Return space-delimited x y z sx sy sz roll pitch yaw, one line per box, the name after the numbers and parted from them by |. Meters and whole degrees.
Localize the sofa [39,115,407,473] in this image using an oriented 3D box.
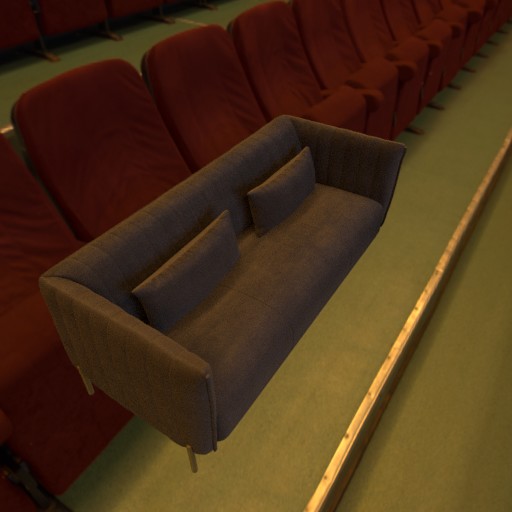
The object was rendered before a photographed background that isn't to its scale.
0.000 0.000 2.416 0.876 0.780 1.980 23 46 25 | sofa
